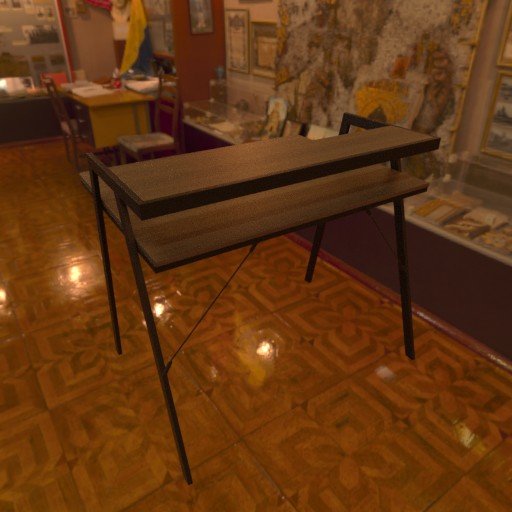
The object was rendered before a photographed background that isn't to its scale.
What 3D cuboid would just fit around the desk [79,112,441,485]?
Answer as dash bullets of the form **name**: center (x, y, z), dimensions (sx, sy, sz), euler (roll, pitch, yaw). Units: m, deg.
- **desk**: center (0.000, 0.000, 1.869), dimensions (1.143, 0.998, 0.936), euler (-18, 34, -28)
